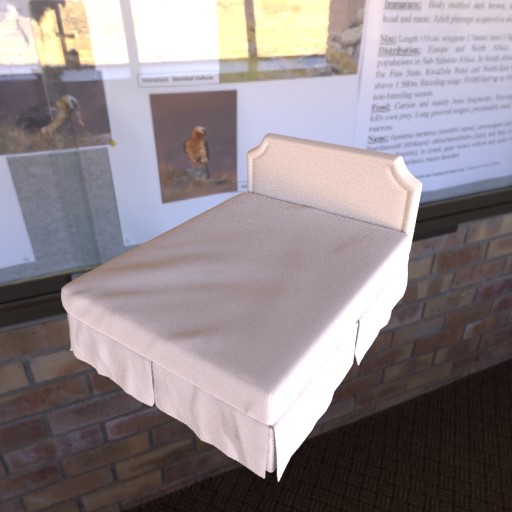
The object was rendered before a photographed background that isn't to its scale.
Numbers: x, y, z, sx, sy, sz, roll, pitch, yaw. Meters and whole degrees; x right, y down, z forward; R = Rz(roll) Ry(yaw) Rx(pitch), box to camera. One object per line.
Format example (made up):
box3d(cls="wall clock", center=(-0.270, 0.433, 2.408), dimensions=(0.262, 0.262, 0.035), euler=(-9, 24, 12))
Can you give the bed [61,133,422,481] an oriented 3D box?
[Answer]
box3d(cls="bed", center=(0.000, 0.000, 3.611), dimensions=(1.977, 1.293, 2.498), euler=(19, 35, 30))
